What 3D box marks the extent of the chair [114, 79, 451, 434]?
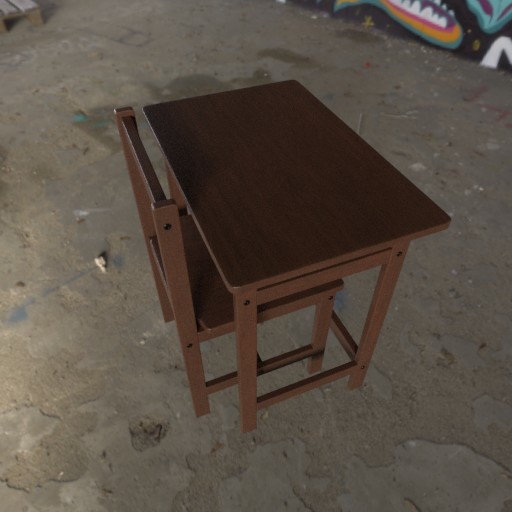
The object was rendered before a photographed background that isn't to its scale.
[{"bbox_3d":[0.000,0.000,1.052,0.463,0.673,0.599,-16,47,-16],"label":"chair"}]
